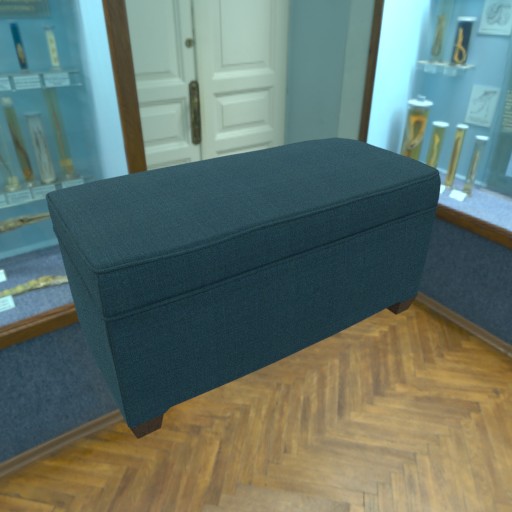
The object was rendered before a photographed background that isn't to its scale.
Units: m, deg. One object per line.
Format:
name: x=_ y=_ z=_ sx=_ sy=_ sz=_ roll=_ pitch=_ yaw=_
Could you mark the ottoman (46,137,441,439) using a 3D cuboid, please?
ottoman: x=0.000 y=0.000 z=1.225 sx=0.943 sy=0.474 sz=0.474 roll=-18 pitch=35 yaw=-28
